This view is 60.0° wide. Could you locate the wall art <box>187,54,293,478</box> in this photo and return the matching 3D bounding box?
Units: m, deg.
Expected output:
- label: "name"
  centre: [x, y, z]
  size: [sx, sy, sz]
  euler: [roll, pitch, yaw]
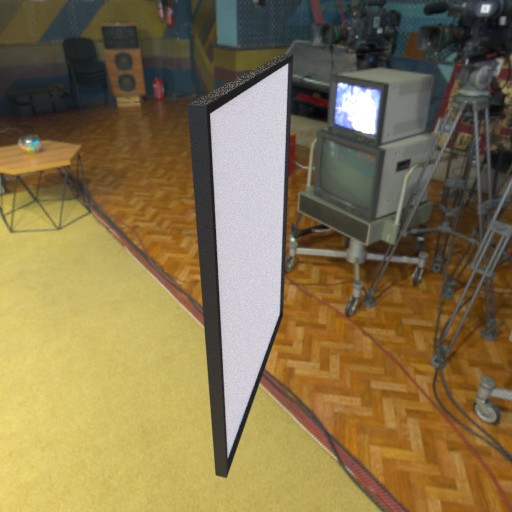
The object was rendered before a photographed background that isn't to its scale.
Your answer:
- label: "wall art"
  centre: [0.000, 0.000, 1.382]
  size: [0.036, 1.070, 0.802]
  euler: [8, 31, 13]
